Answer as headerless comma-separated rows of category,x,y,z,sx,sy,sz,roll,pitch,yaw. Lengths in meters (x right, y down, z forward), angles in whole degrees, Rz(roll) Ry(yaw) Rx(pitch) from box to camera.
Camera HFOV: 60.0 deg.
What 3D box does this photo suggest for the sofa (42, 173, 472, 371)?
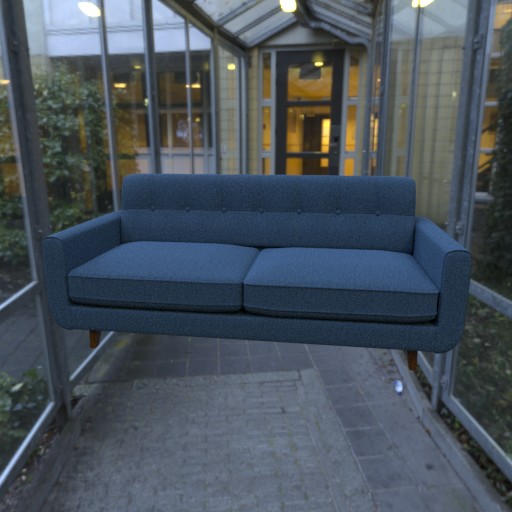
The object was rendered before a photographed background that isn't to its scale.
sofa,0.000,0.000,2.551,2.055,0.884,0.942,2,15,8
